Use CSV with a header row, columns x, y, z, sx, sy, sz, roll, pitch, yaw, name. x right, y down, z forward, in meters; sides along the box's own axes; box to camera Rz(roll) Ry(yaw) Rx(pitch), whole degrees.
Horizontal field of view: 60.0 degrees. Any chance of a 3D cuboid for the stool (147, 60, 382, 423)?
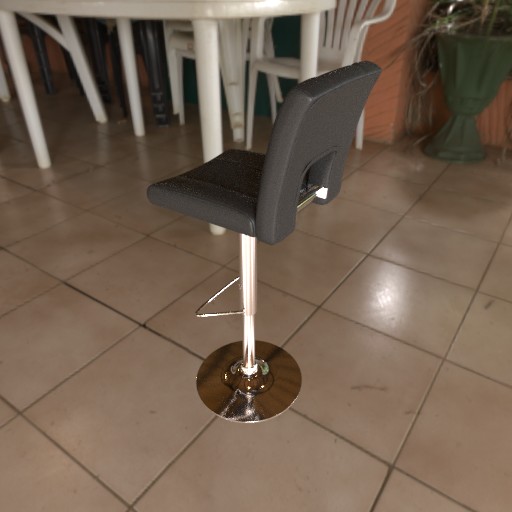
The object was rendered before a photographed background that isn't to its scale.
x,y,z,sx,sy,sz,roll,pitch,yaw,name
0.000,0.000,1.407,0.520,1.151,0.415,20,37,28,stool
